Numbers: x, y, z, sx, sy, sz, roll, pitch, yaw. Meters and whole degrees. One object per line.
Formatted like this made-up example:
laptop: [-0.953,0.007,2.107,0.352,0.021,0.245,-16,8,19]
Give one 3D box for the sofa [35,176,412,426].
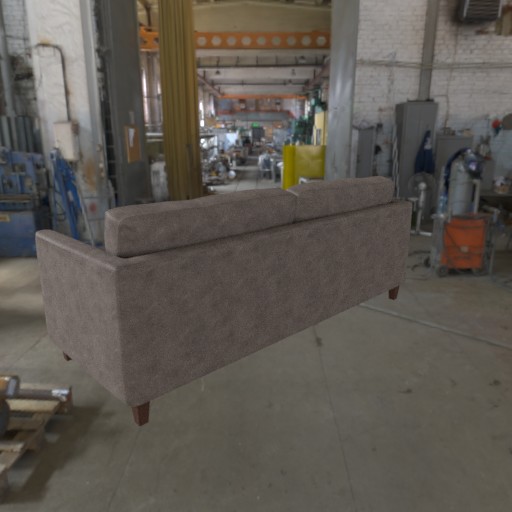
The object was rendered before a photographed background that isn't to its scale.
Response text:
sofa: [0.000,0.000,2.915,2.434,0.965,0.951,-15,21,-42]
